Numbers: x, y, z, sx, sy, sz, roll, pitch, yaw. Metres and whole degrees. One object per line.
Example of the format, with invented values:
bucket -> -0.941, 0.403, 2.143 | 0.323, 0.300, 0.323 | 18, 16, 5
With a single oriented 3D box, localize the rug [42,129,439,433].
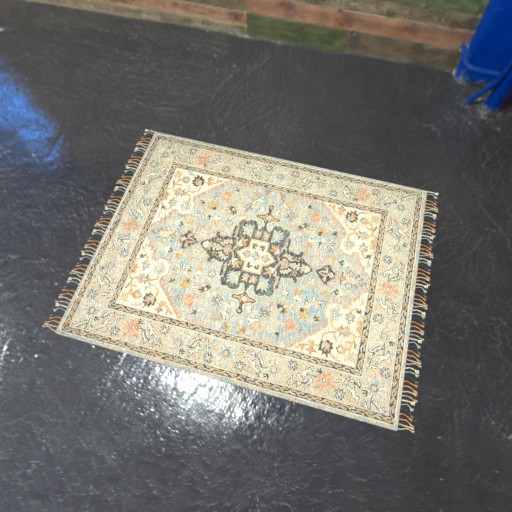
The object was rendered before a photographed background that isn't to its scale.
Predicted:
rug -> 0.000, 0.000, 2.243 | 1.730, 0.009, 1.278 | 14, 64, 7
